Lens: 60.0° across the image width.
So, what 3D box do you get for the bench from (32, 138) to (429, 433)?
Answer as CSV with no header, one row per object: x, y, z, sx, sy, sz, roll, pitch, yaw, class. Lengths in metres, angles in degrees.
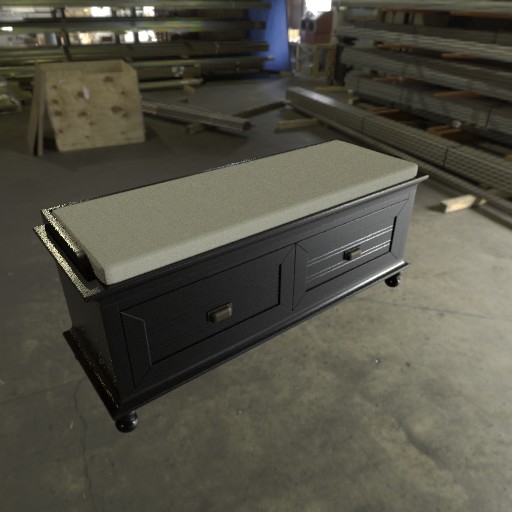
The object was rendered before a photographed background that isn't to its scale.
0.000,0.000,1.448,1.185,0.501,0.402,-21,36,-32,bench
